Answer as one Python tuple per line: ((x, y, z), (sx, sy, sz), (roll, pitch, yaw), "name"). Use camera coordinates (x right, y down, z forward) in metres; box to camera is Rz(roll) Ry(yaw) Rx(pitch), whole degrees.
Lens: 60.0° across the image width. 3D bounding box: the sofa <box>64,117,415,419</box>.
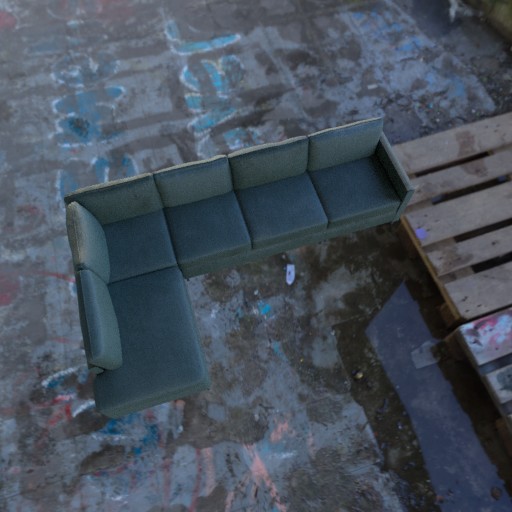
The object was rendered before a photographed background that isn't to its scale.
((0.000, 0.000, 4.325), (3.384, 0.996, 2.048), (-16, 65, -7), "sofa")
